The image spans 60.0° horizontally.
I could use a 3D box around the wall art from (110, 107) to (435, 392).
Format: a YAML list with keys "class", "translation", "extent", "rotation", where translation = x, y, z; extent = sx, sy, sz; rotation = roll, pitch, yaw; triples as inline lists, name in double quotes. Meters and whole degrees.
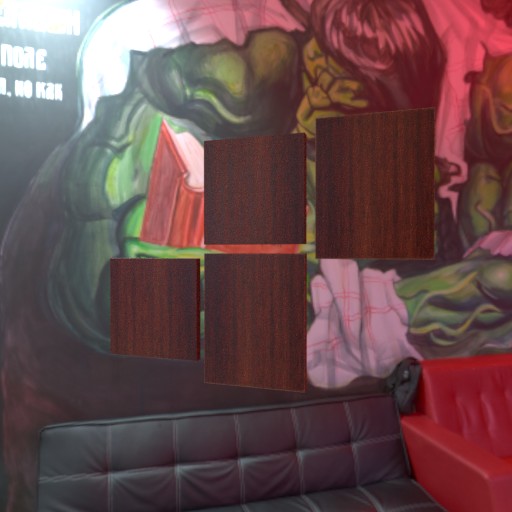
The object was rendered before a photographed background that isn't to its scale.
- class: "wall art"
  translation: [0.000, 0.000, 0.850]
  extent: [0.635, 0.497, 0.030]
  rotation: [0, 0, 18]
